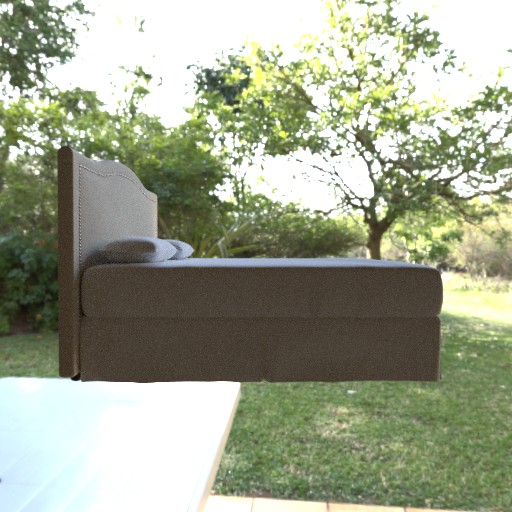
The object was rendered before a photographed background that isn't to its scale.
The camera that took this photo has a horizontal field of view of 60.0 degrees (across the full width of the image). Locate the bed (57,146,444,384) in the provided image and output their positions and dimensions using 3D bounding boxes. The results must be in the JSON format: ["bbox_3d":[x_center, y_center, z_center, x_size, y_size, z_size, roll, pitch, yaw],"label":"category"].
[{"bbox_3d":[0.000,0.000,3.458,2.182,1.421,2.083,0,1,0],"label":"bed"}]
